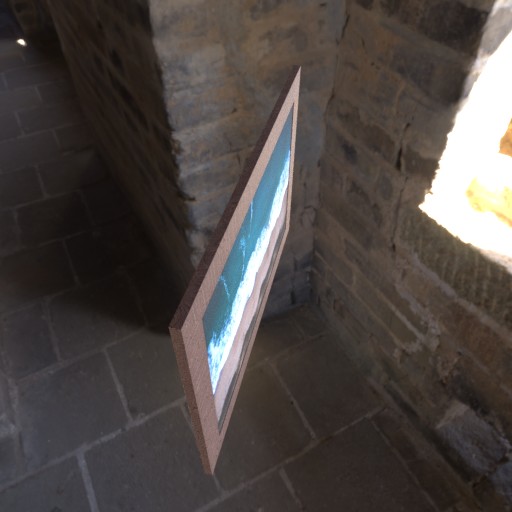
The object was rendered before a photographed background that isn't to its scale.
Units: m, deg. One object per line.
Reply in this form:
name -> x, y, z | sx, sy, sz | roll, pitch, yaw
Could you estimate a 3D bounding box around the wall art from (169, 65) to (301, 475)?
wall art -> 0.000, 0.000, 1.169 | 0.019, 0.626, 0.917 | 11, 47, 10
